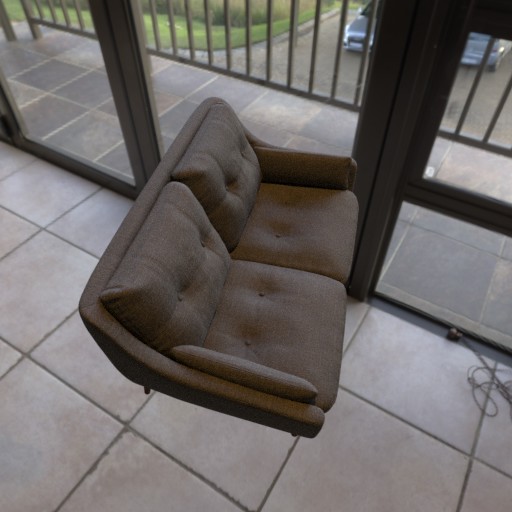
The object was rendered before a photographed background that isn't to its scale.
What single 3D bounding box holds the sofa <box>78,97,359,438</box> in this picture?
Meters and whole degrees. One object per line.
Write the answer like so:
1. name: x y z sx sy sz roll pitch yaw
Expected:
1. sofa: 0.000 0.000 2.238 0.976 0.887 1.646 10 48 9
